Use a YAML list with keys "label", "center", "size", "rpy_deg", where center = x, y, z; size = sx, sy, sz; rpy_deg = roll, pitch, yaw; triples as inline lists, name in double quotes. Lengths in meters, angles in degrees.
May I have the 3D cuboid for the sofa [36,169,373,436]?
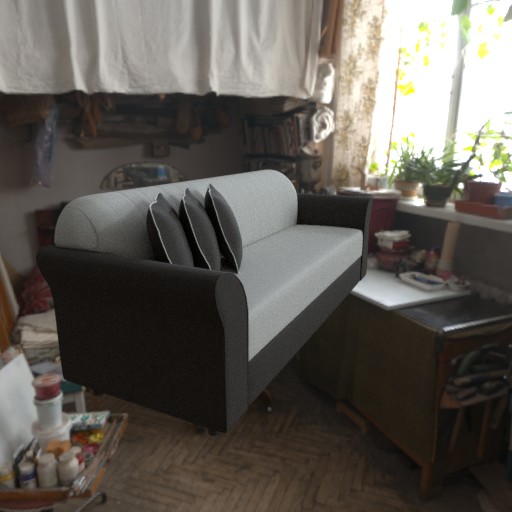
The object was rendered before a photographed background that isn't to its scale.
- label: "sofa"
  center: [0.000, 0.000, 2.323]
  size: [0.755, 0.787, 2.001]
  rpy_deg: [7, 17, 26]
